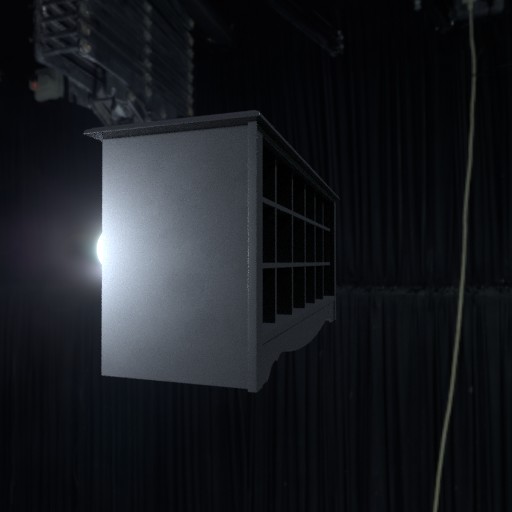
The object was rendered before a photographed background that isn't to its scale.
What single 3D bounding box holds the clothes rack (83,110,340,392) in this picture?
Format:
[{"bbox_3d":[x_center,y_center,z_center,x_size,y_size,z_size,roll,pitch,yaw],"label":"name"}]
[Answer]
[{"bbox_3d":[0.000,0.000,1.490,0.406,0.556,1.219,0,-1,18],"label":"clothes rack"}]
